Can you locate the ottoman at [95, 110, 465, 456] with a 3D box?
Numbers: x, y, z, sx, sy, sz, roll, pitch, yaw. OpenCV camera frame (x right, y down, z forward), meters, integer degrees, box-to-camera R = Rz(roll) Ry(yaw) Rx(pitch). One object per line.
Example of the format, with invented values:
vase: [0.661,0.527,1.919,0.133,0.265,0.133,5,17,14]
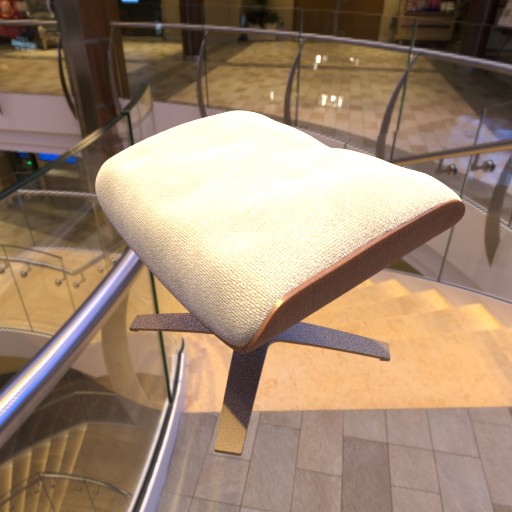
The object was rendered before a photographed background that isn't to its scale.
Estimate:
ottoman: [0.000,0.000,0.783,0.394,0.391,0.520,-21,38,-29]
